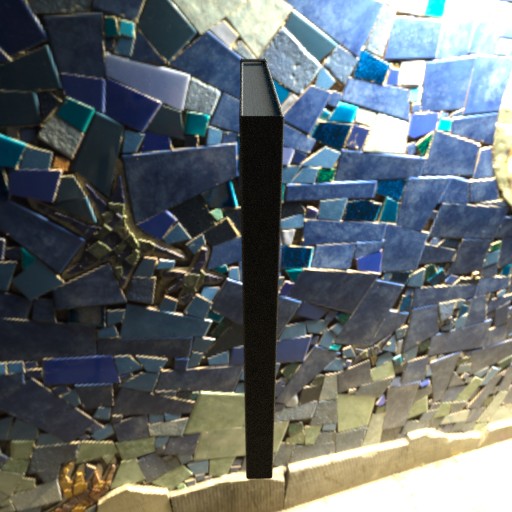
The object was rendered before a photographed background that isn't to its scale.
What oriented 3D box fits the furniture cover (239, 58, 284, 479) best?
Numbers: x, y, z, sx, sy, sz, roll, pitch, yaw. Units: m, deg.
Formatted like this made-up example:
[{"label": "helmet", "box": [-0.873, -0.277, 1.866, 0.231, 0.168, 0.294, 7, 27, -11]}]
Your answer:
[{"label": "furniture cover", "box": [0.000, 0.000, 0.369, 0.023, 0.281, 0.216, -1, 31, -1]}]
